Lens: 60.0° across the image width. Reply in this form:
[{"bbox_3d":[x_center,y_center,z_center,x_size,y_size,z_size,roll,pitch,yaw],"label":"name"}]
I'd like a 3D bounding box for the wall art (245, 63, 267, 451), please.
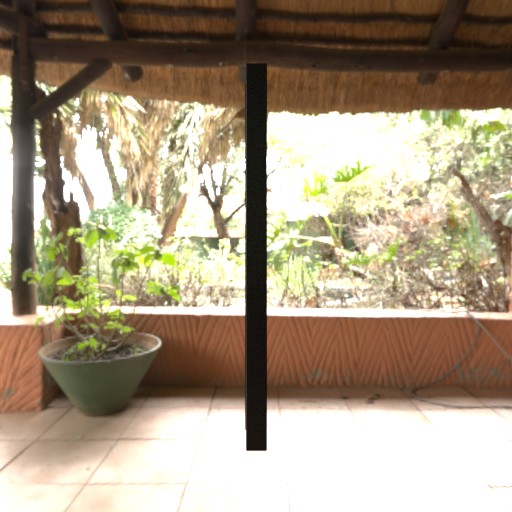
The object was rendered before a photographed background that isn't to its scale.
[{"bbox_3d":[0.000,0.000,0.851,0.027,0.458,0.657,0,0,0],"label":"wall art"}]
